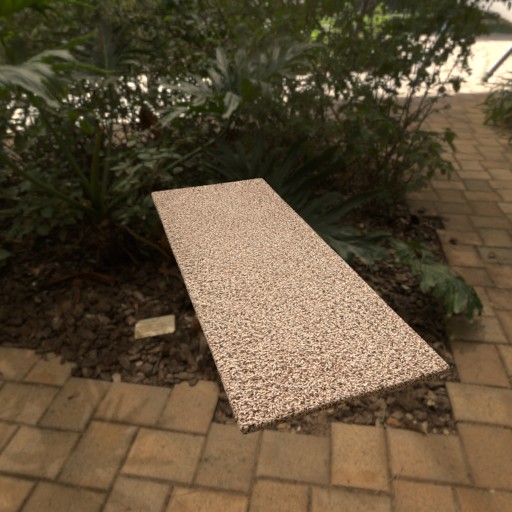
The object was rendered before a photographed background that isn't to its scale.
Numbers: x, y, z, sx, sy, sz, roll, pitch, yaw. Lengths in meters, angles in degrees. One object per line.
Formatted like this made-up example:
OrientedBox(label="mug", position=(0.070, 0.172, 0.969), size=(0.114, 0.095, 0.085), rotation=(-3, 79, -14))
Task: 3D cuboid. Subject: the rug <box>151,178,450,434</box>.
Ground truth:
OrientedBox(label="rug", position=(0.000, 0.000, 1.754), size=(0.609, 0.030, 1.524), rotation=(-10, 32, -17))
